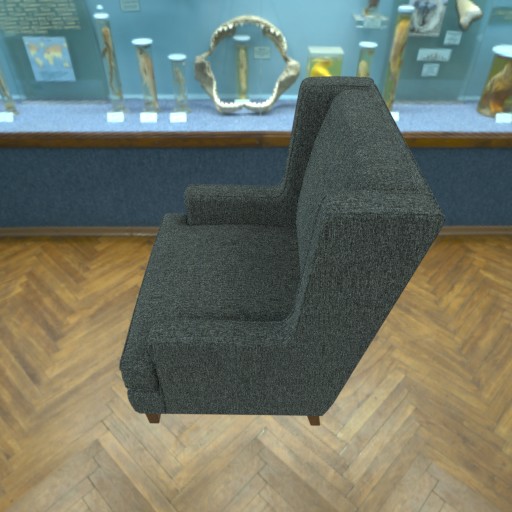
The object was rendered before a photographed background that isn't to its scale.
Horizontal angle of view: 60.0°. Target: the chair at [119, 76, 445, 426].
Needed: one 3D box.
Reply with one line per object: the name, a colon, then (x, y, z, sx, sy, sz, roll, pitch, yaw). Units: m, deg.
chair: (0.000, 0.000, 1.747, 0.927, 1.082, 0.942, 1, 41, 1)
